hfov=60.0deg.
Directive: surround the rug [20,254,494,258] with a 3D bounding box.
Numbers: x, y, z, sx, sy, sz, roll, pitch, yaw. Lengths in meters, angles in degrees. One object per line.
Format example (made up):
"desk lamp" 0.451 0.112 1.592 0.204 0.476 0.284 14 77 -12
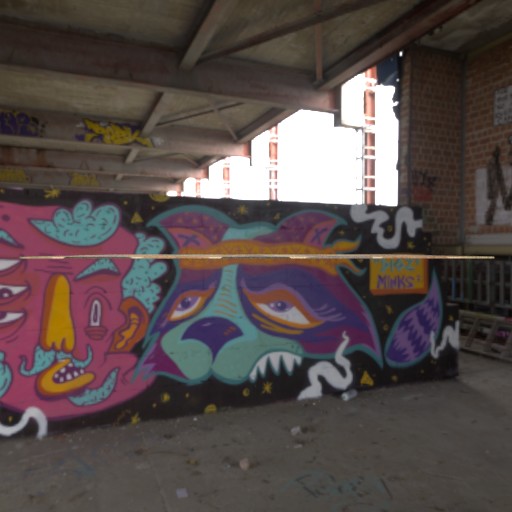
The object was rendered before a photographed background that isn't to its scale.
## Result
"rug" 0.000 0.000 2.313 1.828 0.006 1.216 0 1 -2
